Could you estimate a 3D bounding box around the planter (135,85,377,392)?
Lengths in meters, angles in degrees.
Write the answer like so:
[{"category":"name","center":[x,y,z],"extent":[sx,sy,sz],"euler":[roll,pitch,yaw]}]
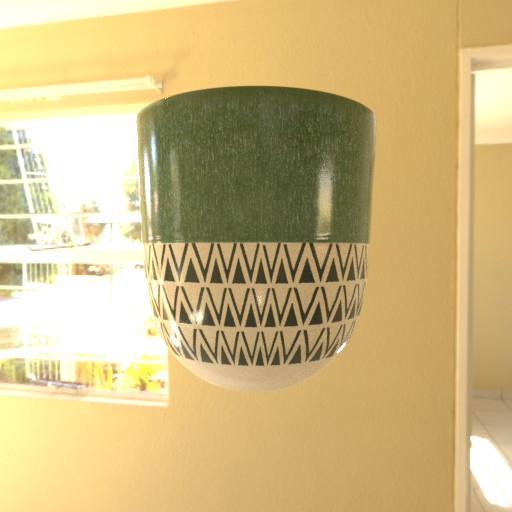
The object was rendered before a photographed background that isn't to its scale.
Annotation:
[{"category":"planter","center":[0.000,0.000,0.372],"extent":[0.195,0.214,0.195],"euler":[0,1,0]}]
